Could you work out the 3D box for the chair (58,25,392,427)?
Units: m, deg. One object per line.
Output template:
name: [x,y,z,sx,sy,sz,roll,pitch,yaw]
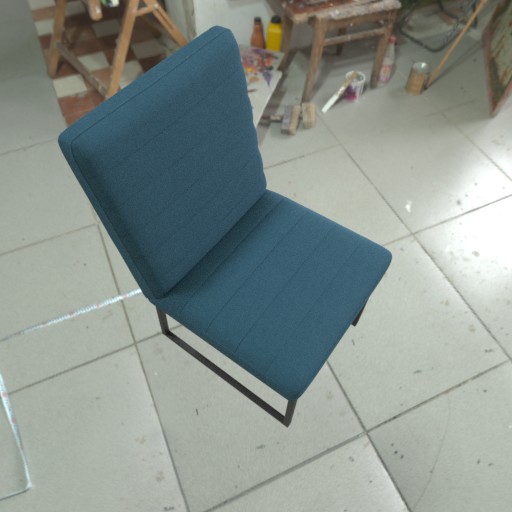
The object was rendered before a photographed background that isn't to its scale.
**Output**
chair: [0.000,0.000,1.253,0.634,0.930,0.520,32,62,19]
